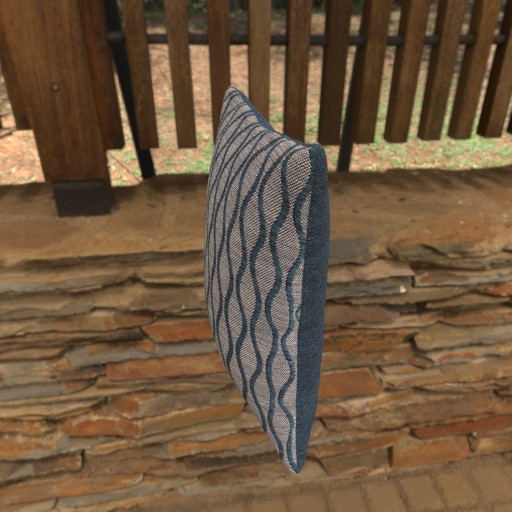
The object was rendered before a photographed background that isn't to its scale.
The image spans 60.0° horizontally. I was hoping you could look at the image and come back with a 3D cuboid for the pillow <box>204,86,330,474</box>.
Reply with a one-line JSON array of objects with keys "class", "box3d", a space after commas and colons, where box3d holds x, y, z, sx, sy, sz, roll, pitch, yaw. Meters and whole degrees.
[{"class": "pillow", "box3d": [0.000, 0.000, 0.667, 0.159, 0.435, 0.435, -7, 29, -12]}]
